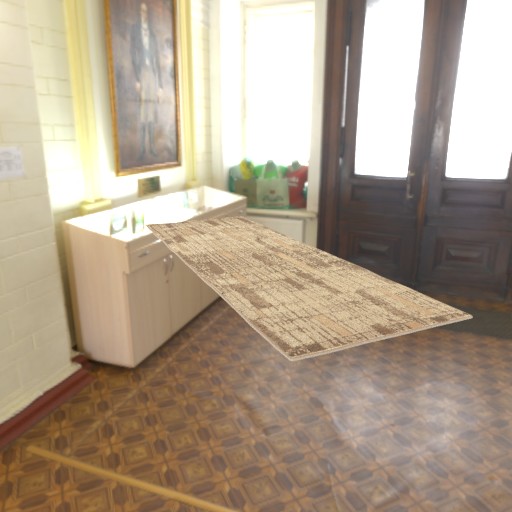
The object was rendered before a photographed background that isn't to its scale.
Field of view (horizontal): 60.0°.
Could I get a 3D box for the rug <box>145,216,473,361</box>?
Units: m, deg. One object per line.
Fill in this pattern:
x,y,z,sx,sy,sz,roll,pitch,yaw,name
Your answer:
0.000,0.000,2.662,0.857,0.018,2.383,-7,17,-24,rug
